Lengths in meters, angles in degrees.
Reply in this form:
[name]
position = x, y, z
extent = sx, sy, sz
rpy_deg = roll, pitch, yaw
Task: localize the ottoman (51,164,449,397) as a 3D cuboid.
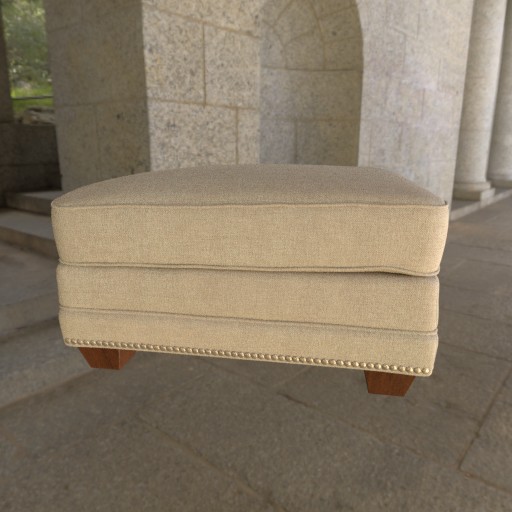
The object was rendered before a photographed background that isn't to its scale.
[ottoman]
position = 0.000, 0.000, 1.134
extent = 0.813, 0.458, 0.559
rpy_deg = 3, 15, 10
